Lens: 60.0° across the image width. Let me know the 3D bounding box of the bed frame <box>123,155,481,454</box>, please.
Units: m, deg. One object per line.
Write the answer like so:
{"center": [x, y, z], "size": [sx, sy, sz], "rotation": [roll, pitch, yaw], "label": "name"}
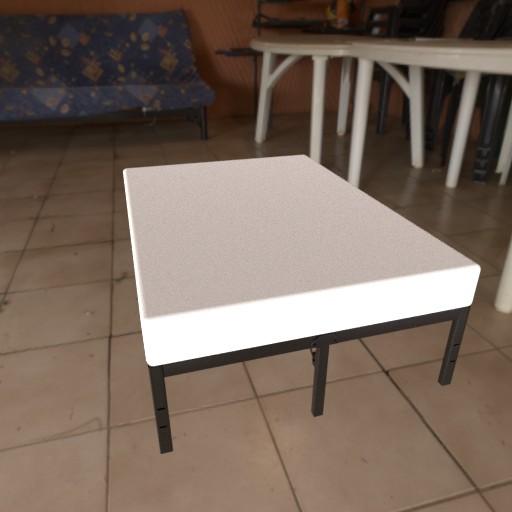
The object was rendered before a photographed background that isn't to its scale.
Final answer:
{"center": [0.000, 0.000, 2.656], "size": [1.408, 0.659, 1.956], "rotation": [-8, 28, -15], "label": "bed frame"}
